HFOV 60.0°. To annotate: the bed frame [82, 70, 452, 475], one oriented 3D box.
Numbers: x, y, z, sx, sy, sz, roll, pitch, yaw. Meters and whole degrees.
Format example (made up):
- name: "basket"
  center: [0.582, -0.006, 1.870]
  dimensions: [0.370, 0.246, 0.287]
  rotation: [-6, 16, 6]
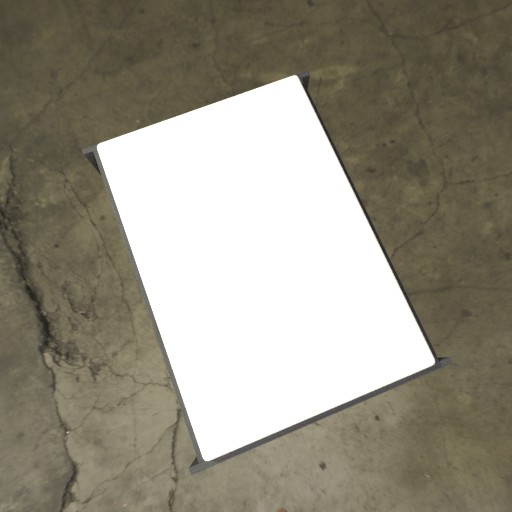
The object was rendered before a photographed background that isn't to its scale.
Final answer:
- name: "bed frame"
  center: [0.000, 0.000, 2.671]
  dimensions: [1.490, 0.432, 1.950]
  rotation: [-21, 77, -5]
